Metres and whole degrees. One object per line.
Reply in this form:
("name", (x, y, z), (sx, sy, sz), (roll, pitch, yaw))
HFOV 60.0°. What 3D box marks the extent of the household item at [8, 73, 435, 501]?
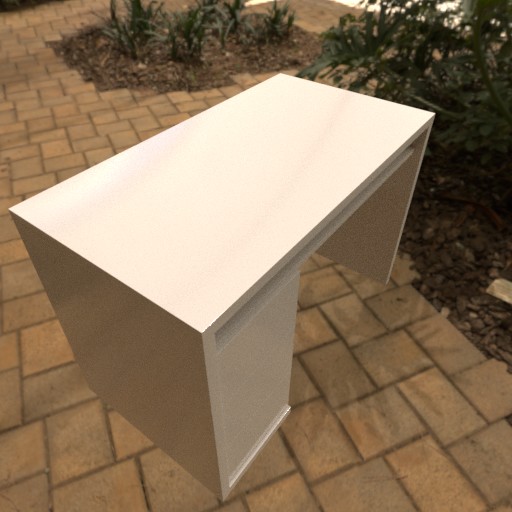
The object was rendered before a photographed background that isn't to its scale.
("household item", (0.000, 0.000, 1.459), (0.597, 0.749, 1.100), (27, 48, 27))
